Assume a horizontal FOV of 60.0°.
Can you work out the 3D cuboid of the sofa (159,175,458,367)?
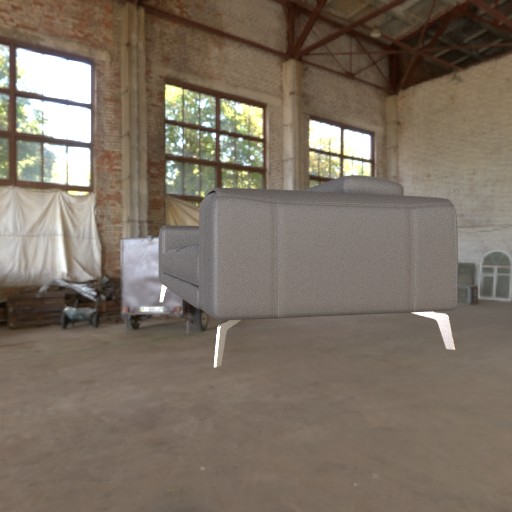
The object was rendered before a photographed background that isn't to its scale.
[{"bbox_3d":[0.000,0.000,2.726,1.023,0.759,2.321,0,0,-17],"label":"sofa"}]
